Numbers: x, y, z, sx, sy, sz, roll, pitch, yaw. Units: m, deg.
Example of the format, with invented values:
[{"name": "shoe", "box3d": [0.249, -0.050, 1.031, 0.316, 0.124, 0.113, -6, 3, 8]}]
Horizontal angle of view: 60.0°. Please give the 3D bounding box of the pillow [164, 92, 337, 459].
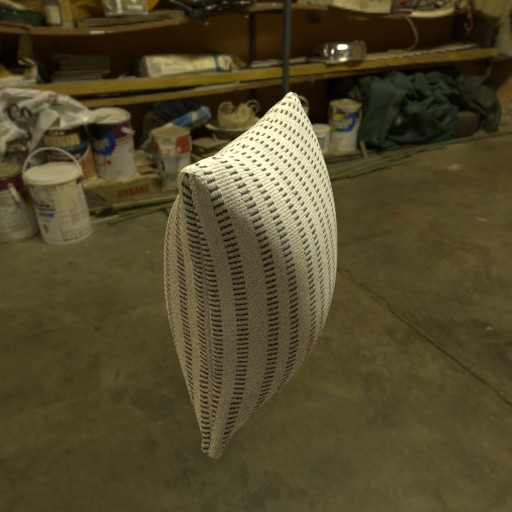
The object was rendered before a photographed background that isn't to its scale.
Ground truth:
[{"name": "pillow", "box3d": [0.000, 0.000, 0.691, 0.247, 0.419, 0.438, 9, 31, 15]}]
